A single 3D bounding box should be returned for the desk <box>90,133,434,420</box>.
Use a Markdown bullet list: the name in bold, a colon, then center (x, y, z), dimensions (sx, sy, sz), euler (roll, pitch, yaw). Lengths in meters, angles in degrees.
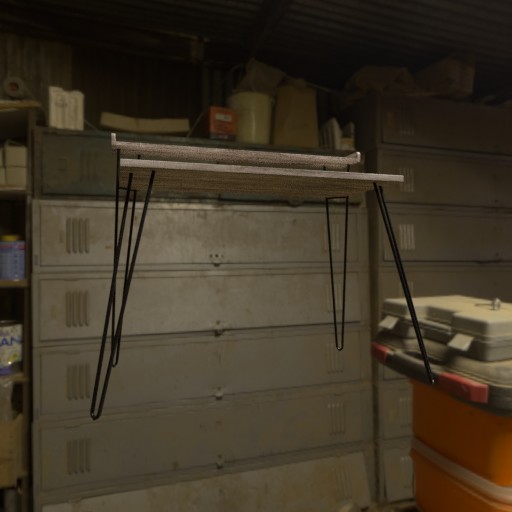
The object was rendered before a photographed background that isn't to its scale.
- **desk**: center (0.000, 0.000, 1.660), dimensions (1.135, 0.899, 0.605), euler (0, 0, -17)
